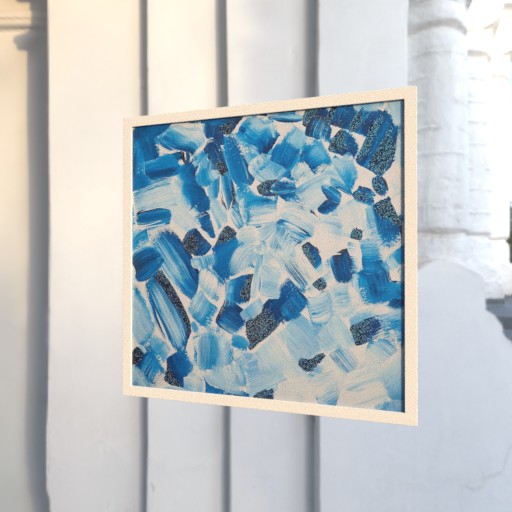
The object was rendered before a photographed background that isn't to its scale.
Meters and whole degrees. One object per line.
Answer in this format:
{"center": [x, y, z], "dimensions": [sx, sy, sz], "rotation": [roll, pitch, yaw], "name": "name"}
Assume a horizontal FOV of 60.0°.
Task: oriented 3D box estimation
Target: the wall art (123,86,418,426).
{"center": [0.000, 0.000, 0.669], "dimensions": [0.457, 0.457, 0.012], "rotation": [0, 0, 17], "name": "wall art"}
